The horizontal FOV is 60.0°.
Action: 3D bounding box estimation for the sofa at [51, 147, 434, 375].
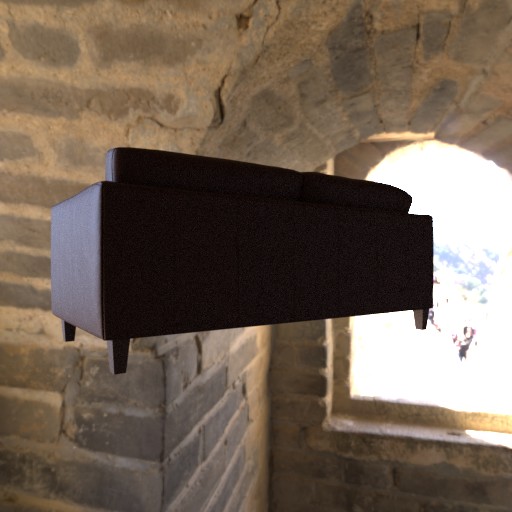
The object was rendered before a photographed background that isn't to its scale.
[{"bbox_3d":[0.000,0.000,2.449,1.971,0.863,0.923,1,-1,-35],"label":"sofa"}]
